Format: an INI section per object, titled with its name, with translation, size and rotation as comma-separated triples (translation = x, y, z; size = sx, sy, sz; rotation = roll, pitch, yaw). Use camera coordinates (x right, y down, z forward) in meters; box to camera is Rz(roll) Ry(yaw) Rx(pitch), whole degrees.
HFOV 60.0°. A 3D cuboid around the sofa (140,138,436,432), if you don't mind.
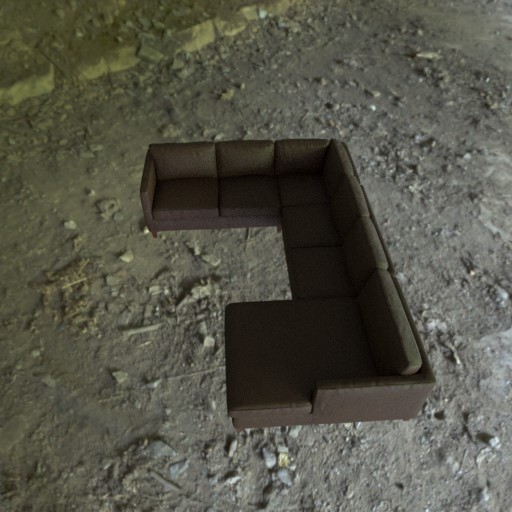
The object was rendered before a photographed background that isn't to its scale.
[sofa]
translation = 0.000, 0.000, 4.687
size = 2.593, 0.923, 3.460
rotation = -3, 46, -3
